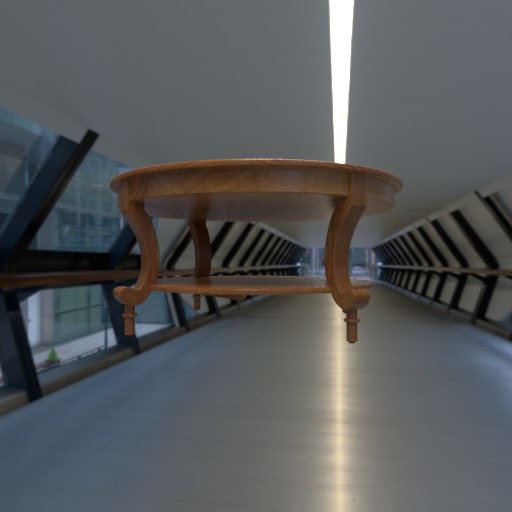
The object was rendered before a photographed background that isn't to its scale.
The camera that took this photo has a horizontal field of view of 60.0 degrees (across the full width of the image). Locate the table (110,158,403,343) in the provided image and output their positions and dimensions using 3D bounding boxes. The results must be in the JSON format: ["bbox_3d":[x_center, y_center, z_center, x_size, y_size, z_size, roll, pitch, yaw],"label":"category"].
[{"bbox_3d":[0.000,0.000,1.629,1.029,0.490,1.029,0,0,0],"label":"table"}]
